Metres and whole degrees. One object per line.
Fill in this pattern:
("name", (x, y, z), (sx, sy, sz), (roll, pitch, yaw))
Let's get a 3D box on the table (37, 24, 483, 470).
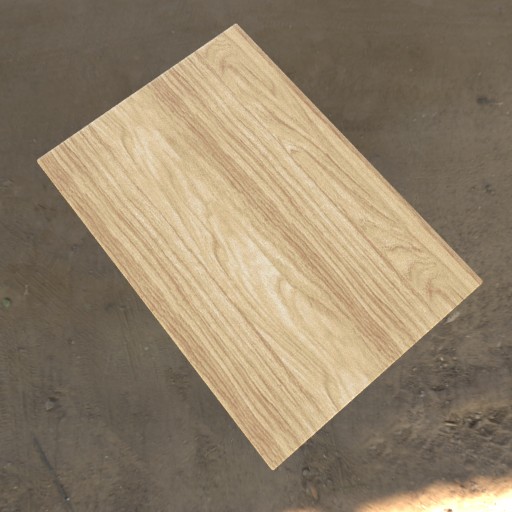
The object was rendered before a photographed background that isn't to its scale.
("table", (0.000, 0.000, 0.793), (0.360, 0.440, 0.500), (-38, 79, -9))
